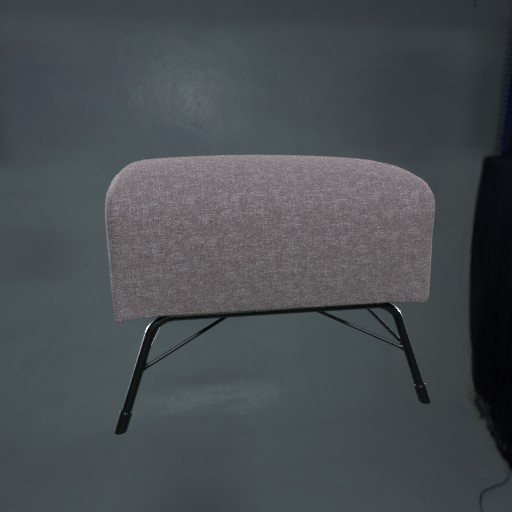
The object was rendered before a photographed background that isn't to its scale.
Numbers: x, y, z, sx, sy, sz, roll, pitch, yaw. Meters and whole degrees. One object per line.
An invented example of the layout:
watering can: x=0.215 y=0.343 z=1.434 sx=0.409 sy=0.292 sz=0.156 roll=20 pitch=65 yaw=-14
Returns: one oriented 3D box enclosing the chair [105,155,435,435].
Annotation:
chair: x=0.000 y=0.000 z=0.923 sx=0.530 sy=0.410 sz=0.530 roll=-2 pitch=15 yaw=-9
